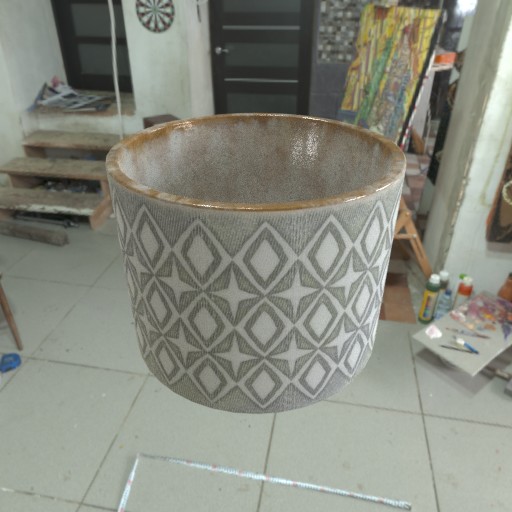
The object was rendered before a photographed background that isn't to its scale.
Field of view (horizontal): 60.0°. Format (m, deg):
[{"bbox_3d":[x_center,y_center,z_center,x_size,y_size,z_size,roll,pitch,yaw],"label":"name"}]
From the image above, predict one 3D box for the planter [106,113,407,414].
[{"bbox_3d":[0.000,0.000,0.447,0.255,0.223,0.255,0,31,0],"label":"planter"}]
